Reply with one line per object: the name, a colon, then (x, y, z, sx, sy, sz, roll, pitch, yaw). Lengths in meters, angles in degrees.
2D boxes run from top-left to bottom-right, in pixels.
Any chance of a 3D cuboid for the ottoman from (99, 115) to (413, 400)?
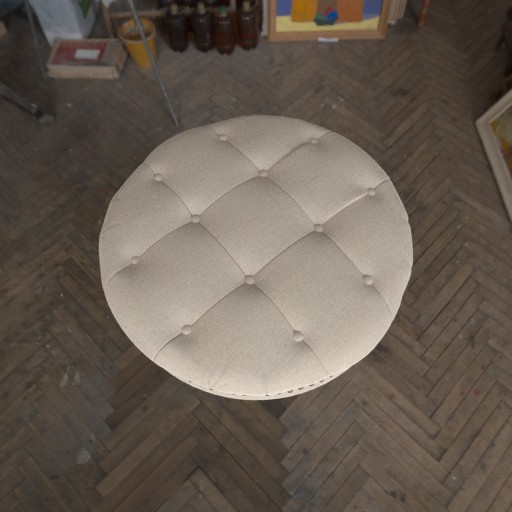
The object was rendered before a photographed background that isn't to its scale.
ottoman: (0.000, 0.000, 1.469, 0.940, 0.483, 0.940, 0, 63, 0)
